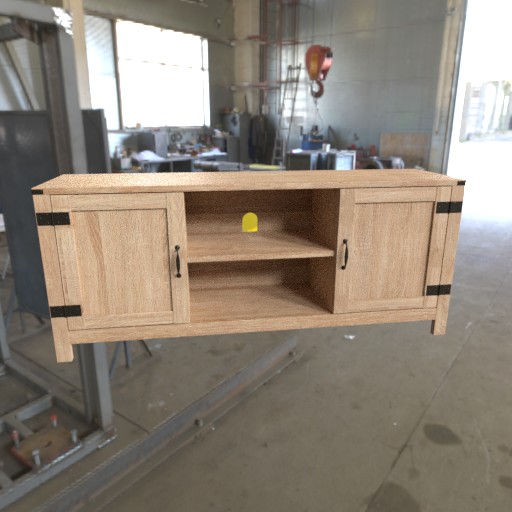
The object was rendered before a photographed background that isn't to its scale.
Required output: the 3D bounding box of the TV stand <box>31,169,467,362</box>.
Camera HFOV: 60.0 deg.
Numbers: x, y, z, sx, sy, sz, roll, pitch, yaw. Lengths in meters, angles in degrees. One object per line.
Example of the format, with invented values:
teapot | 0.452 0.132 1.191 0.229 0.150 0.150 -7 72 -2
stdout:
TV stand | 0.000 0.000 1.731 1.466 0.610 0.398 -2 17 -8
